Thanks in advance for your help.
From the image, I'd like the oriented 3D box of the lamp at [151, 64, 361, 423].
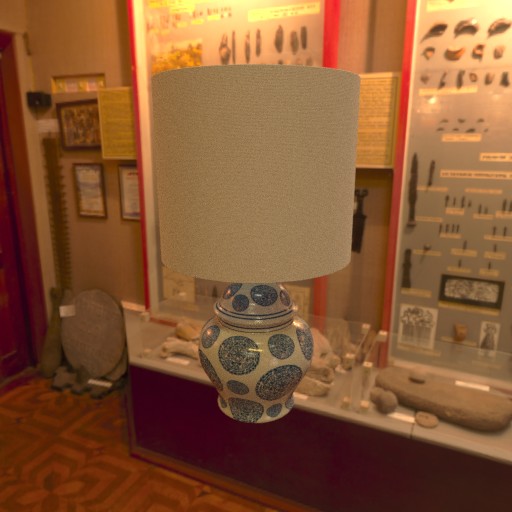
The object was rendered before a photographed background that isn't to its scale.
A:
[{"bbox_3d":[0.000,0.000,0.514,0.215,0.381,0.215,7,17,26],"label":"lamp"}]
